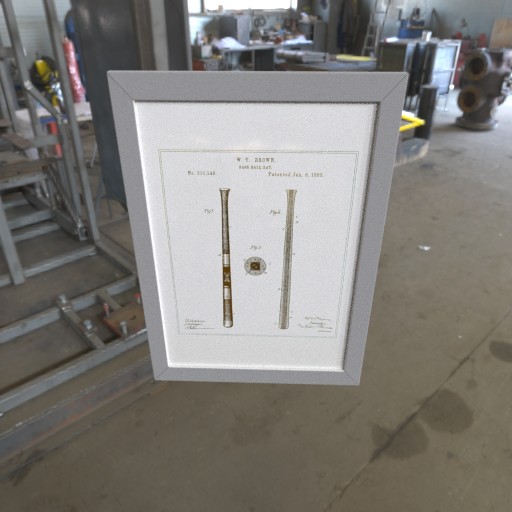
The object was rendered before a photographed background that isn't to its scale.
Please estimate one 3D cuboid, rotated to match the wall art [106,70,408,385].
[{"bbox_3d":[0.000,0.000,0.684,0.374,0.529,0.012,1,30,2],"label":"wall art"}]
